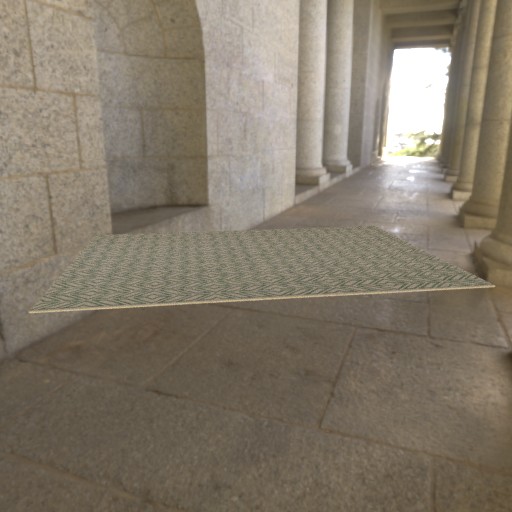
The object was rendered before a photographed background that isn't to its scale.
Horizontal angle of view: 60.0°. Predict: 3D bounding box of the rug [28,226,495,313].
[{"bbox_3d":[0.000,0.000,2.289,1.828,0.007,1.220,-2,16,-8],"label":"rug"}]
